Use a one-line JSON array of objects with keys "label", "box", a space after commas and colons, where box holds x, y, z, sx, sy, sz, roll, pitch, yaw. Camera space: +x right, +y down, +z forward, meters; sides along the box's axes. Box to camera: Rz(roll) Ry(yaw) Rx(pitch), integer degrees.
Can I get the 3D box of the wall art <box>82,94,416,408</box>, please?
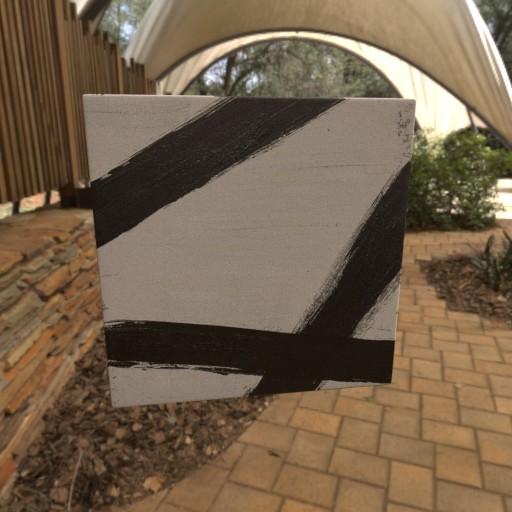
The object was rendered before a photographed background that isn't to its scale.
[{"label": "wall art", "box": [0.000, 0.000, 0.753, 0.507, 0.508, 0.050, -2, 15, -8]}]
